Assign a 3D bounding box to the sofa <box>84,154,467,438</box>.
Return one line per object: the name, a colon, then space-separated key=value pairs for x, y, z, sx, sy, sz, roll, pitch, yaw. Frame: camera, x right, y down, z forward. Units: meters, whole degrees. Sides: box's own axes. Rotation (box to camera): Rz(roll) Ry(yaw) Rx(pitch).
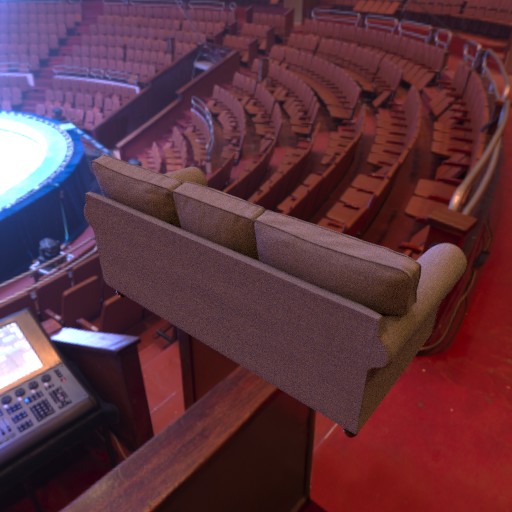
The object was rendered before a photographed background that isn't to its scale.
sofa: x=0.000 y=0.000 z=2.585 sx=2.084 sy=0.961 sz=0.916 roll=22 pitch=37 yaw=33
